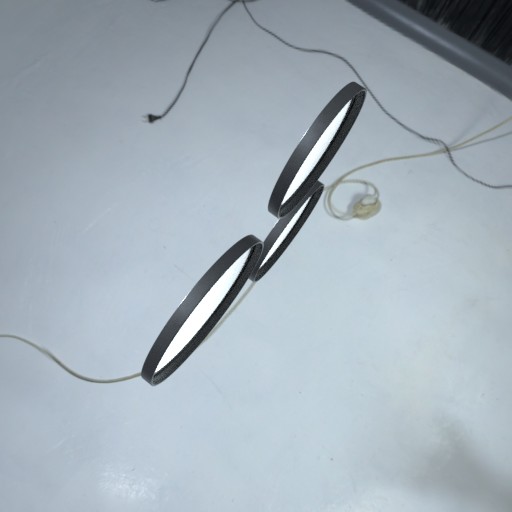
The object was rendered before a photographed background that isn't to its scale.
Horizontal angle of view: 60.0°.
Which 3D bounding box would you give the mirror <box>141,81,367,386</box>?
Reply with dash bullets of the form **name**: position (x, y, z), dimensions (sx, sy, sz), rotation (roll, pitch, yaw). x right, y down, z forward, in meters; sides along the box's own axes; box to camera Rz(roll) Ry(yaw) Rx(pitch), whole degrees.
- **mirror**: position (0.000, 0.000, 3.178), dimensions (0.076, 2.096, 2.160), rotation (36, 79, 8)
